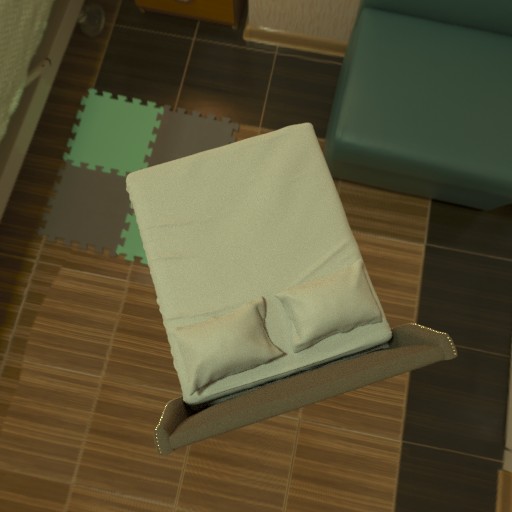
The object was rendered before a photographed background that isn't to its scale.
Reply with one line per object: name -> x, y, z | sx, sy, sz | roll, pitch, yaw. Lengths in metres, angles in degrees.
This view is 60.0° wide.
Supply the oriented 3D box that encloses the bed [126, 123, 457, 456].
bed -> 0.000, 0.000, 3.523 | 1.925, 1.332, 2.276 | -17, 77, -4
